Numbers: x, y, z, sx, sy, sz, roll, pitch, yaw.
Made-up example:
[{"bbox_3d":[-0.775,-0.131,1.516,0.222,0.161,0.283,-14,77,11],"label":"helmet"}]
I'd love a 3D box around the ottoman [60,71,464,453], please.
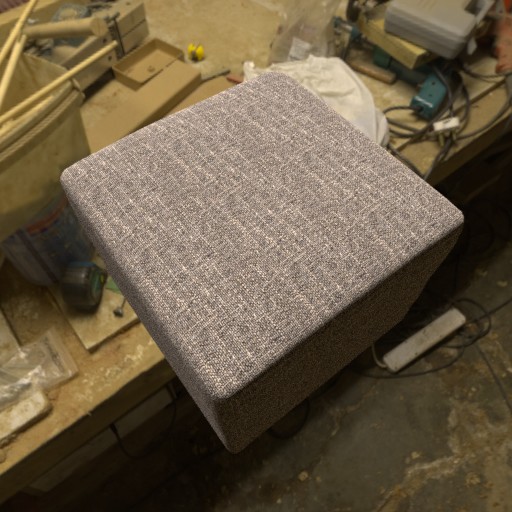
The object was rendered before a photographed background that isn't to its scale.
[{"bbox_3d":[0.000,0.000,0.915,0.512,0.453,0.521,-33,63,-19],"label":"ottoman"}]
